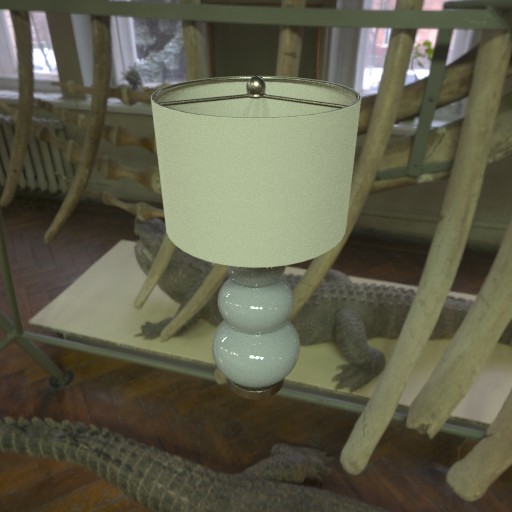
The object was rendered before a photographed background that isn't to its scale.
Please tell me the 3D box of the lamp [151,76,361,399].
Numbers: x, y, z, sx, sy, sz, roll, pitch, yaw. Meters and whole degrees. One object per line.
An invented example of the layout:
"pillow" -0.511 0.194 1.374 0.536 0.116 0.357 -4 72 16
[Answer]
"lamp" 0.000 0.000 0.961 0.367 0.730 0.367 8 32 13
